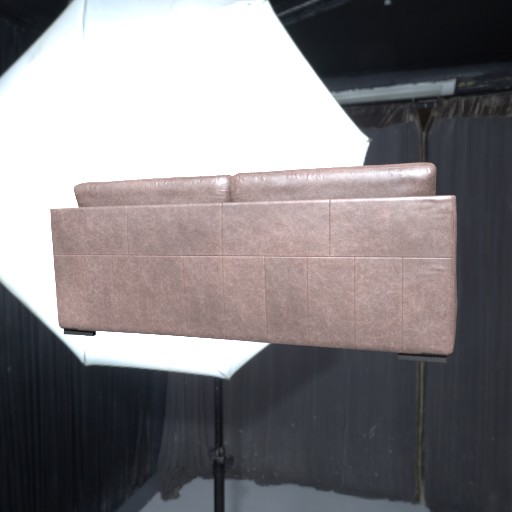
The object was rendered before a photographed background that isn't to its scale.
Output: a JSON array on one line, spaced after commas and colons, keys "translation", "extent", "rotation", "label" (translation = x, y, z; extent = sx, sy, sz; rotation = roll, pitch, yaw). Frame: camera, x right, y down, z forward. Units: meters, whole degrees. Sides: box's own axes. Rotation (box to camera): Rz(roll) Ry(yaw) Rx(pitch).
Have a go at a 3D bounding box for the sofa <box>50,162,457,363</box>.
[{"translation": [0.000, 0.000, 2.790], "extent": [2.261, 0.941, 1.143], "rotation": [0, 1, 18], "label": "sofa"}]
